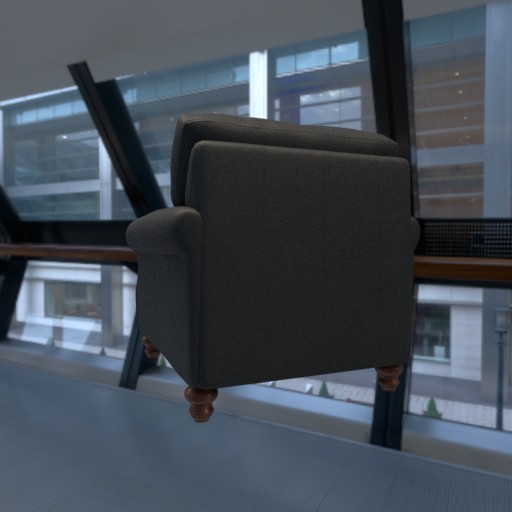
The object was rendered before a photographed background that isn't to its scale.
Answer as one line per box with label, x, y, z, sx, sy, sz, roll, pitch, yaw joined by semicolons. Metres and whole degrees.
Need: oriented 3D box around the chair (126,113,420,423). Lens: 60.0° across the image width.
chair;0.000;0.000;1.835;1.015;0.960;1.027;-1;2;-18
